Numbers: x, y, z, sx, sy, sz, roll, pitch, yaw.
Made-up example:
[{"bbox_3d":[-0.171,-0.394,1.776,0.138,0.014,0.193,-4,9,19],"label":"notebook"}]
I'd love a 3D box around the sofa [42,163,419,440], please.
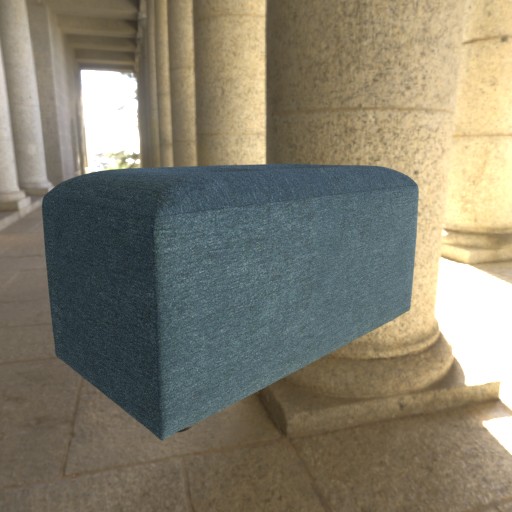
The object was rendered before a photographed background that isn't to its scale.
[{"bbox_3d":[0.000,0.000,1.190,0.930,0.470,0.480,-13,19,-43],"label":"sofa"}]
